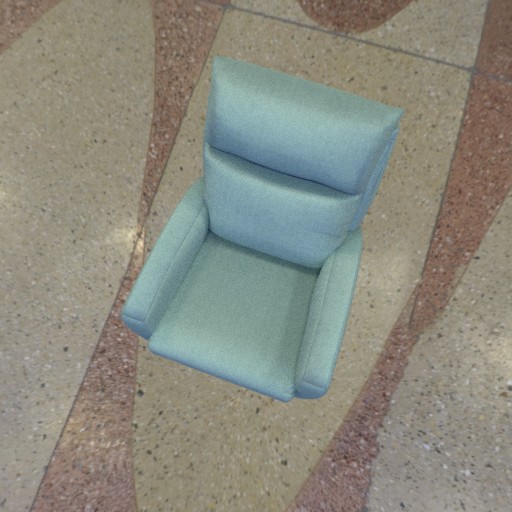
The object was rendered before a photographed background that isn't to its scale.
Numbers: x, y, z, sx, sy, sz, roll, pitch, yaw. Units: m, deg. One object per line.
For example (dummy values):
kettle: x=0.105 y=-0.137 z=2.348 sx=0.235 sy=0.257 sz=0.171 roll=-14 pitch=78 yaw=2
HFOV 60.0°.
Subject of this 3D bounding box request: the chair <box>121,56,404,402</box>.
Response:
chair: x=0.000 y=0.000 z=1.671 sx=0.812 sy=1.013 sz=0.940 roll=19 pitch=75 yaw=5
